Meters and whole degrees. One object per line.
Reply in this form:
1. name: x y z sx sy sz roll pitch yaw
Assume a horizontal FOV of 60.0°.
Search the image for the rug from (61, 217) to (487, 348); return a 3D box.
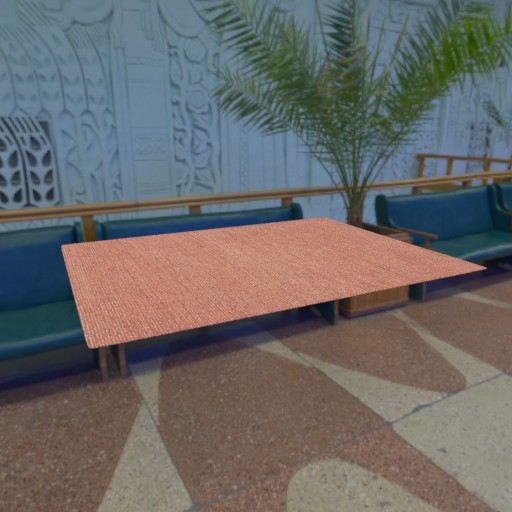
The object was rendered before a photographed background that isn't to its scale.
1. rug: 0.000 0.000 2.707 2.112 0.009 1.594 -8 18 -25
